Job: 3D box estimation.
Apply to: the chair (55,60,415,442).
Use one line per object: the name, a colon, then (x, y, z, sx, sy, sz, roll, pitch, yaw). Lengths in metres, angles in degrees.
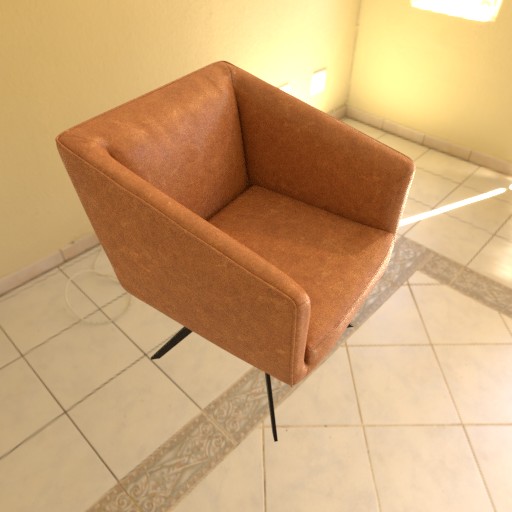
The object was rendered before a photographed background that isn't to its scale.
chair: (0.000, 0.000, 1.200, 0.625, 0.760, 0.588, 25, 48, 25)
